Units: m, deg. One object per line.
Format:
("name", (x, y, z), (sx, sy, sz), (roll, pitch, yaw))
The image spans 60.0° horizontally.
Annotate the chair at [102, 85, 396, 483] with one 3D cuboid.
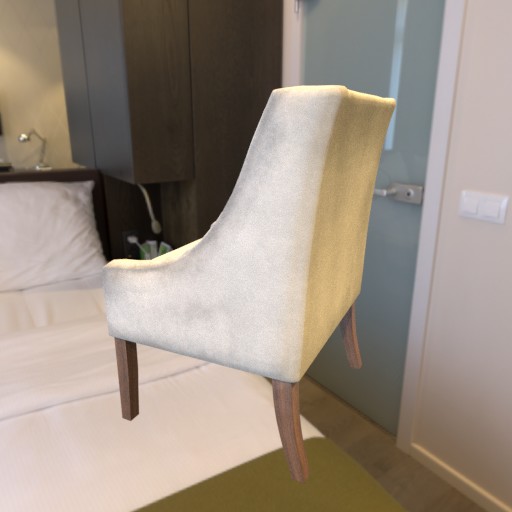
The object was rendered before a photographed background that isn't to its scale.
("chair", (0.000, 0.000, 1.297), (0.629, 0.895, 0.629), (8, 19, 24))
